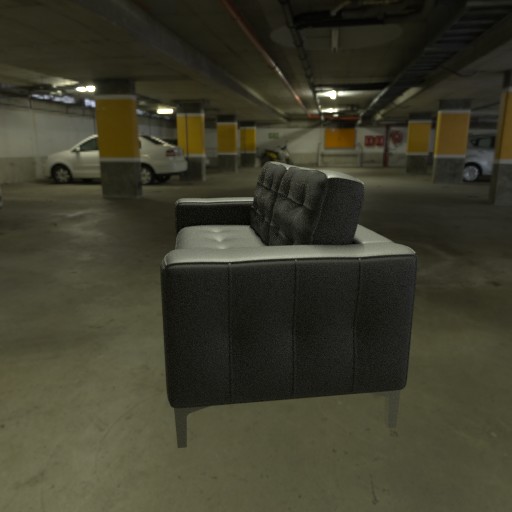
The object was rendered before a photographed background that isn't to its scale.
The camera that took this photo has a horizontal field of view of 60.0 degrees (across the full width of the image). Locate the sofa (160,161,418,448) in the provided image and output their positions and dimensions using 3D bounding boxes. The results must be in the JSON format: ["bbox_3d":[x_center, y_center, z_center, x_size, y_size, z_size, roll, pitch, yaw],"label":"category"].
[{"bbox_3d":[0.000,0.000,2.214,0.833,0.892,1.726,-2,14,-8],"label":"sofa"}]
